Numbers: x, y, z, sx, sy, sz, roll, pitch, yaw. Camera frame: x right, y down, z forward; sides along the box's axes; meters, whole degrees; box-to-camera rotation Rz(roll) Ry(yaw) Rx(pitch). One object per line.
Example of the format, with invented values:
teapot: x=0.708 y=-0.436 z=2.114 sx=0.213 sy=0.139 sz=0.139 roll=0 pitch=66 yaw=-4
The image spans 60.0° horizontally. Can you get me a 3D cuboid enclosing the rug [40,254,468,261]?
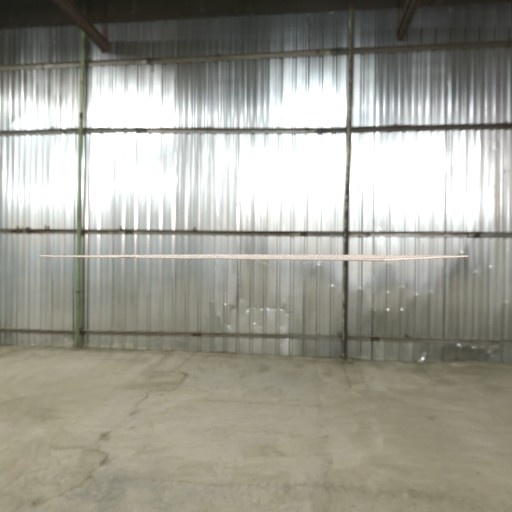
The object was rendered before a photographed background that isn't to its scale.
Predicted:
rug: x=0.000 y=0.000 z=4.278 sx=3.357 sy=0.019 sz=2.449 roll=0 pitch=1 yaw=35
